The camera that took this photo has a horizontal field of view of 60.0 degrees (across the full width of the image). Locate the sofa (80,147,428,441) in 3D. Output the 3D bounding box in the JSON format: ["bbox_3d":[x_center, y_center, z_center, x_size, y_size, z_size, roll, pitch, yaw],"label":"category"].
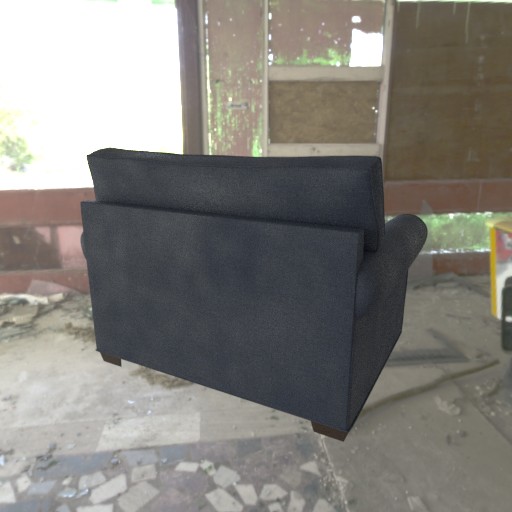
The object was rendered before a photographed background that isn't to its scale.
[{"bbox_3d":[0.000,0.000,2.103,1.405,1.004,0.938,9,18,27],"label":"sofa"}]
